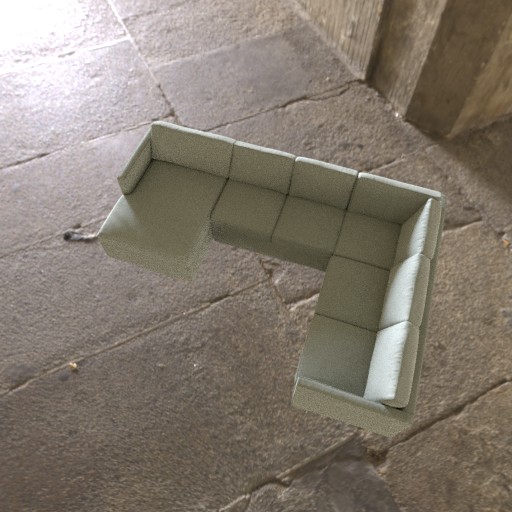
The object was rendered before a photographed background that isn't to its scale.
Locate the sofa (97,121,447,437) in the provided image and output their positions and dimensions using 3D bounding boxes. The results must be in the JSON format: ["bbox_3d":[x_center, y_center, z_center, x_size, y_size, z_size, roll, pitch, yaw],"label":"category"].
[{"bbox_3d":[0.000,0.000,4.558,3.434,0.869,2.440,16,61,10],"label":"sofa"}]
